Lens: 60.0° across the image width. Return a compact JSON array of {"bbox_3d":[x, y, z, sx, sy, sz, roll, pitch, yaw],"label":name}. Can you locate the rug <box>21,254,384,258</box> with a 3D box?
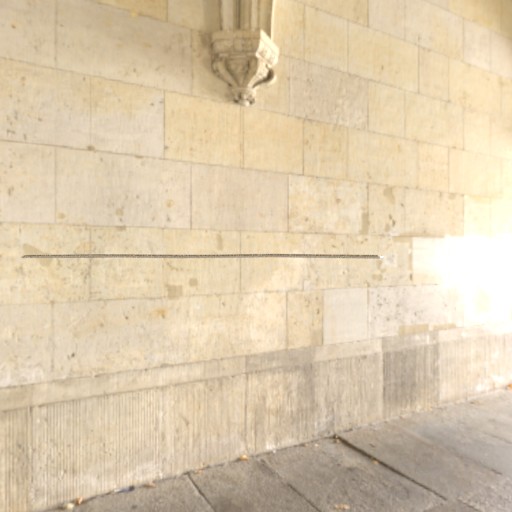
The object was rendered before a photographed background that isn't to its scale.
[{"bbox_3d":[0.000,0.000,3.924,2.158,0.024,3.063,0,0,16],"label":"rug"}]
